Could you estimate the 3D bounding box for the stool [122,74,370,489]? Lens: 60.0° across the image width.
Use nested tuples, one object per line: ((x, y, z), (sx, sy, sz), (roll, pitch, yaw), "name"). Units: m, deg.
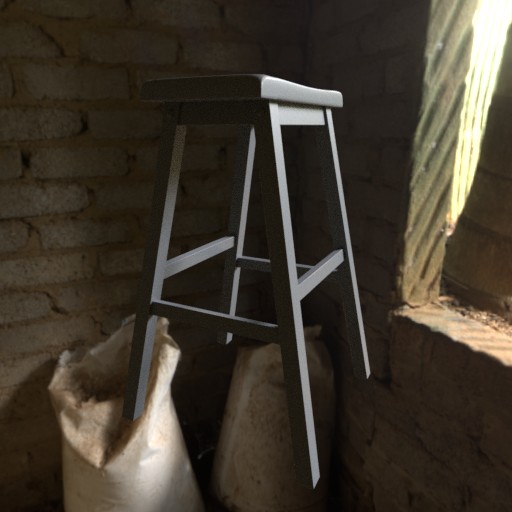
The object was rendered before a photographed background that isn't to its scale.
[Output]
((0.000, 0.000, 1.030), (0.476, 0.737, 0.457), (8, 18, 26), "stool")
